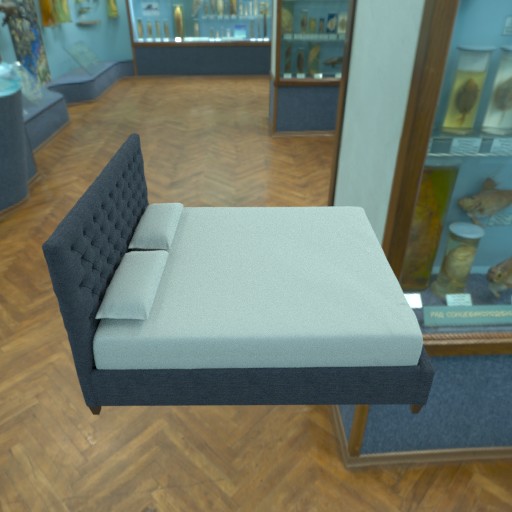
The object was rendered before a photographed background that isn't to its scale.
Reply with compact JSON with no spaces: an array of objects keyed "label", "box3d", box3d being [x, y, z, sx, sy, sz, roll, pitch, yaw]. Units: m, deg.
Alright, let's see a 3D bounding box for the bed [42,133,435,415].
[{"label":"bed","box3d":[0.000,0.000,3.637,2.387,1.427,2.078,0,32,0]}]
